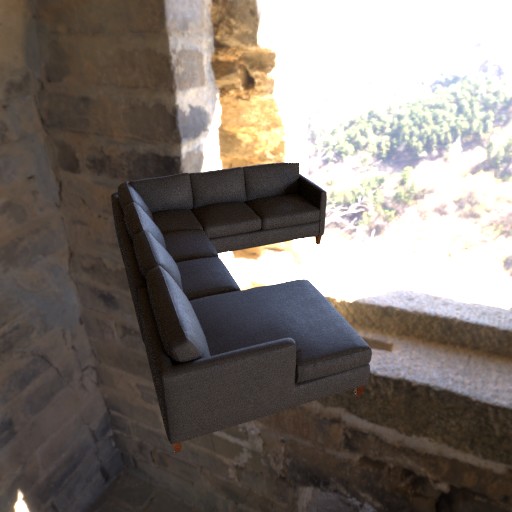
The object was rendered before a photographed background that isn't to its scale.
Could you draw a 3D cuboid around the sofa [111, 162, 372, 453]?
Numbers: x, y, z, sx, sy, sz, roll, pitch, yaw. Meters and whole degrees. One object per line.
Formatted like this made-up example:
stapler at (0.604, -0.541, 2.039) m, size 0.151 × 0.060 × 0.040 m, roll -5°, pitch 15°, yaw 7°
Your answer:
sofa at (0.000, 0.000, 4.628) m, size 2.594 × 0.961 × 3.460 m, roll -10°, pitch 30°, yaw -18°
